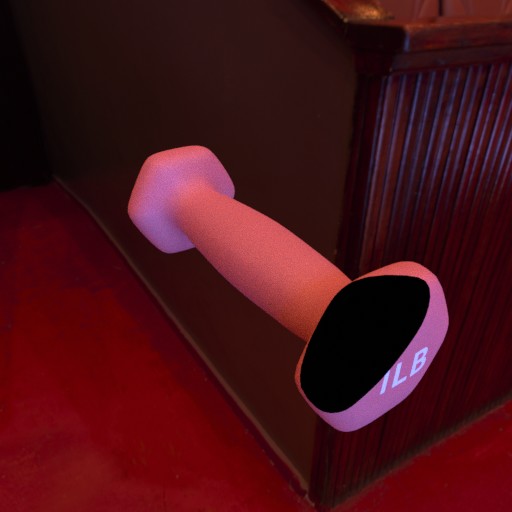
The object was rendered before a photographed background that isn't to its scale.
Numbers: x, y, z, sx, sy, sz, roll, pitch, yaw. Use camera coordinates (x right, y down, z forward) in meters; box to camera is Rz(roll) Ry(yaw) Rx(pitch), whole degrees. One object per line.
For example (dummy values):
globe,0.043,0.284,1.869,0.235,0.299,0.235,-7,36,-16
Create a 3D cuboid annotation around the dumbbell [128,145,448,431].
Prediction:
dumbbell,0.000,0.000,0.147,0.047,0.043,0.123,-20,37,-29
